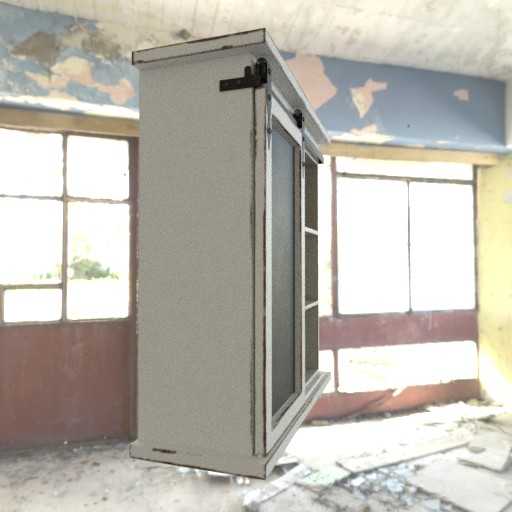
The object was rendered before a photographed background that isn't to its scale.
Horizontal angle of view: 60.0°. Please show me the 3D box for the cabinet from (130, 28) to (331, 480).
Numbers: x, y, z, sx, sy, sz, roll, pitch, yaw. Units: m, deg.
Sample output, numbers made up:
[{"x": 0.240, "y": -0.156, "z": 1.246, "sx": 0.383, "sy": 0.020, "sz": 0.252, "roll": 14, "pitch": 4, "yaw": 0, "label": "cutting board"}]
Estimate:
[{"x": 0.000, "y": 0.000, "z": 0.879, "sx": 0.210, "sy": 0.603, "sz": 0.541, "roll": 0, "pitch": -1, "yaw": 19, "label": "cabinet"}]
